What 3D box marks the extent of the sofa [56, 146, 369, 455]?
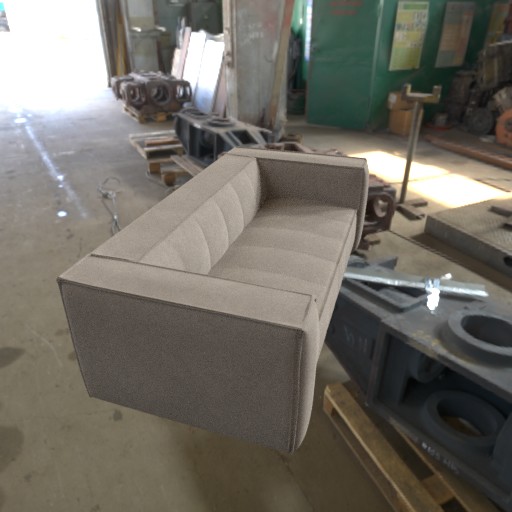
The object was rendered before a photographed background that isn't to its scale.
[{"bbox_3d":[0.000,0.000,2.524,1.038,0.680,1.995,9,31,16],"label":"sofa"}]
